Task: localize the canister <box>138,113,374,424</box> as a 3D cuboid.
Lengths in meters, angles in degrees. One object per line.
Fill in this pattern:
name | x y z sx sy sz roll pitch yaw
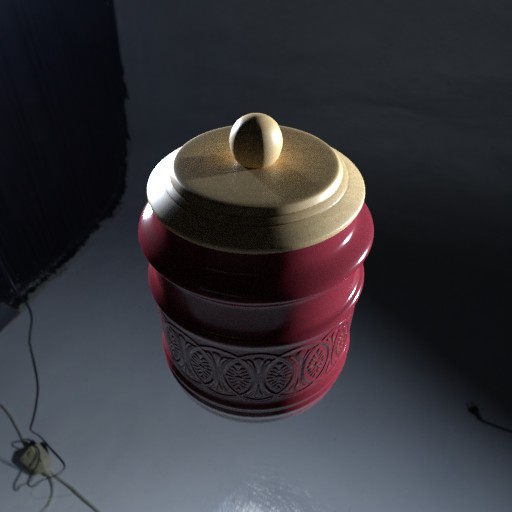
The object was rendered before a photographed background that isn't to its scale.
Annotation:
canister | 0.000 0.000 0.268 0.130 0.176 0.130 0 42 0
